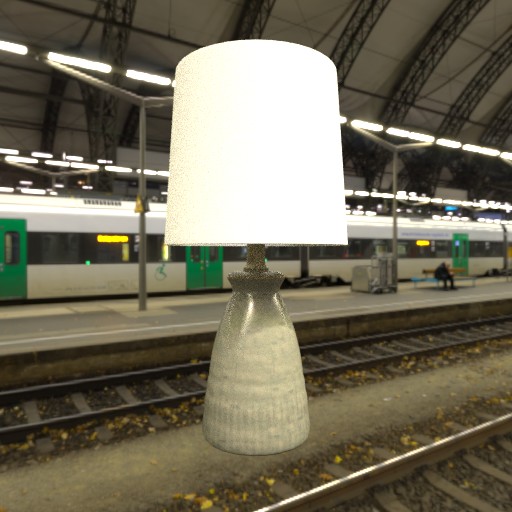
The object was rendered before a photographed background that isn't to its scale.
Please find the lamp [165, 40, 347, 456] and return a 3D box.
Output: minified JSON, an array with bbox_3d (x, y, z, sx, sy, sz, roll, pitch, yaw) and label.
[{"bbox_3d":[0.000,0.000,0.460,0.186,0.369,0.186,0,1,0],"label":"lamp"}]
